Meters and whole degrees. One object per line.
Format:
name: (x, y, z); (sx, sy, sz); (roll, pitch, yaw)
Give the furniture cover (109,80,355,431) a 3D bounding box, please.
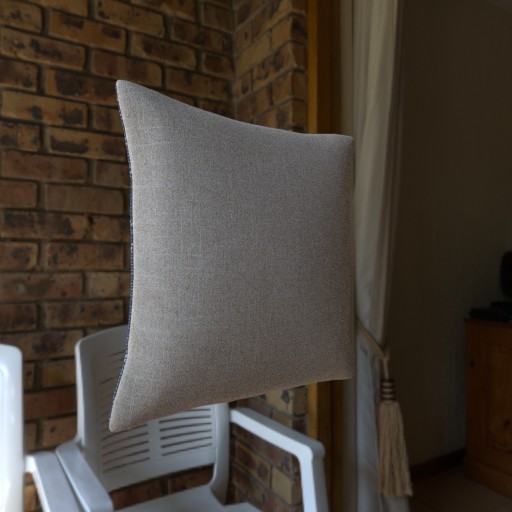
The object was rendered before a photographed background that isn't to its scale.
furniture cover: (0.000, 0.000, 0.779); (0.511, 0.503, 0.162); (1, -1, -37)
